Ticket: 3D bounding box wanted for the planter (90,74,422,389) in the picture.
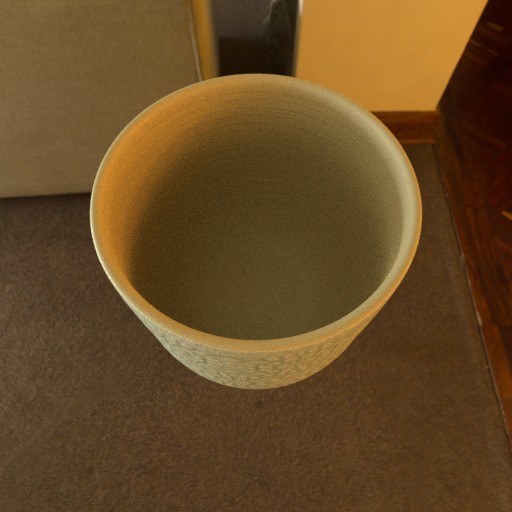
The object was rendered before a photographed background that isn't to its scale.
[{"bbox_3d":[0.000,0.000,0.296,0.169,0.153,0.169,0,63,0],"label":"planter"}]
